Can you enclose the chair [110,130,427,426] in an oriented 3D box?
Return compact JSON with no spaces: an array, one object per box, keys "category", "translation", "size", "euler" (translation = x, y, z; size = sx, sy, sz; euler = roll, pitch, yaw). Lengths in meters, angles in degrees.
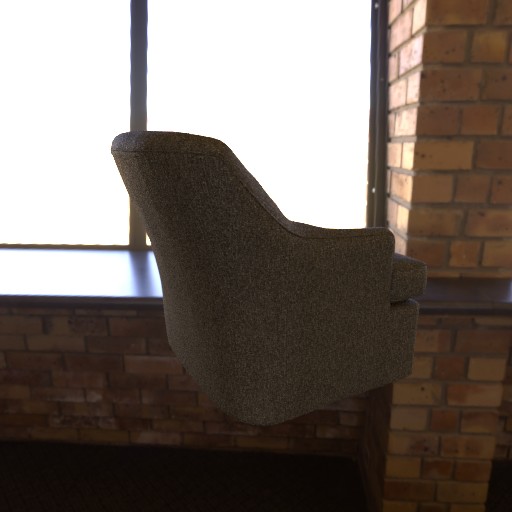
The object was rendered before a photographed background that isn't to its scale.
[{"category":"chair","translation":[0.000,0.000,1.593],"size":[0.923,0.856,0.864],"euler":[-8,16,-27]}]
